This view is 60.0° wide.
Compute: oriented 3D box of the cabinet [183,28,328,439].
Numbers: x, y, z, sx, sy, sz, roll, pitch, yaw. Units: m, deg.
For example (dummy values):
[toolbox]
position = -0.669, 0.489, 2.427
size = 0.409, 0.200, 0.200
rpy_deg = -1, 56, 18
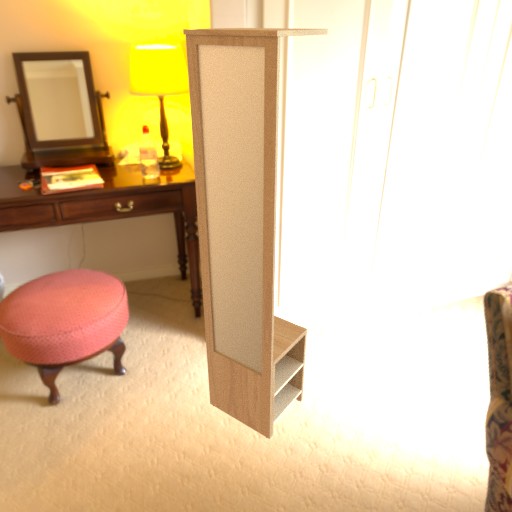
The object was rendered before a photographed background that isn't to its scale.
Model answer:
[cabinet]
position = 0.000, 0.000, 2.061
size = 0.411, 1.879, 0.338
rpy_deg = 19, 33, 31
